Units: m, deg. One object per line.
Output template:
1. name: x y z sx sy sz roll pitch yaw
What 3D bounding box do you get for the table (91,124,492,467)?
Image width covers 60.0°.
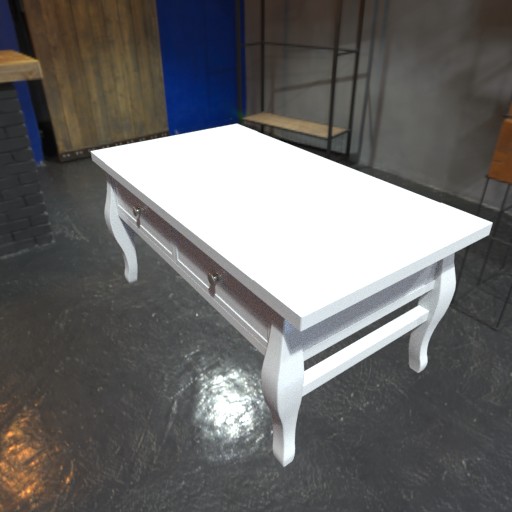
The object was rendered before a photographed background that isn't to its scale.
1. table: 0.000 0.000 1.374 0.600 0.495 1.062 -21 37 -30
